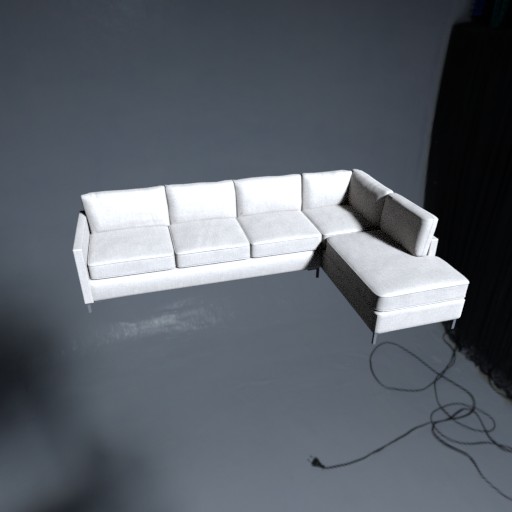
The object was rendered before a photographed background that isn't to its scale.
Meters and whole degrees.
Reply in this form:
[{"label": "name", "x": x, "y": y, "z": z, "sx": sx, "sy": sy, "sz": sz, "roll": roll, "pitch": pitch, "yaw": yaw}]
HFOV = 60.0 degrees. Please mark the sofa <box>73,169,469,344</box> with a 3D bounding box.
[{"label": "sofa", "x": 0.000, "y": 0.000, "z": 4.355, "sx": 3.331, "sy": 0.964, "sz": 2.077, "roll": -8, "pitch": 30, "yaw": -13}]
